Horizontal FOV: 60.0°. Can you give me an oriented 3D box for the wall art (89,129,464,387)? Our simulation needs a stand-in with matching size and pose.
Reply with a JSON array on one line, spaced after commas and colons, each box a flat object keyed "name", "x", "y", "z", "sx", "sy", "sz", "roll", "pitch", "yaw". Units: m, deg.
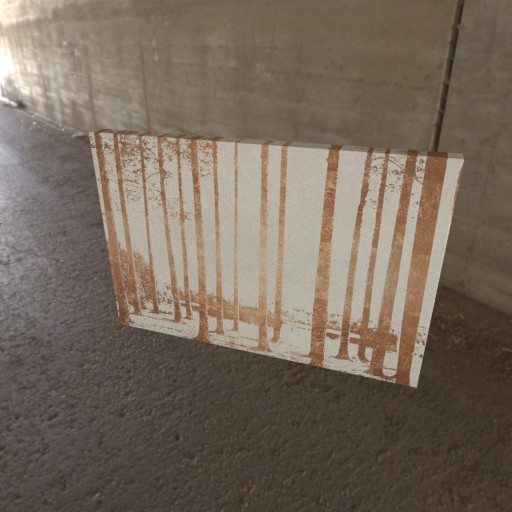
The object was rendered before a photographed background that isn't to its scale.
[{"name": "wall art", "x": 0.000, "y": 0.000, "z": 0.794, "sx": 0.609, "sy": 0.405, "sz": 0.035, "roll": 8, "pitch": 27, "yaw": 17}]
